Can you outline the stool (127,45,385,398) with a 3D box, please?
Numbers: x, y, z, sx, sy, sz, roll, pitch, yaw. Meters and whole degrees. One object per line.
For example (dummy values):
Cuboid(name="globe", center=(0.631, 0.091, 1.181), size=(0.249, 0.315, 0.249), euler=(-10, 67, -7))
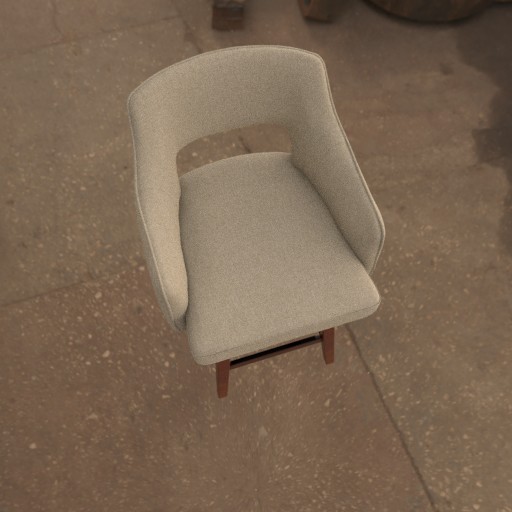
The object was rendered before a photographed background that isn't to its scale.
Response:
Cuboid(name="stool", center=(0.000, 0.000, 1.248), size=(0.550, 0.936, 0.560), euler=(-15, 63, -8))
